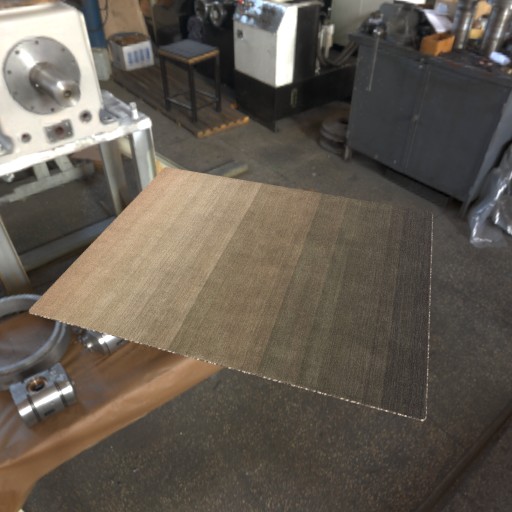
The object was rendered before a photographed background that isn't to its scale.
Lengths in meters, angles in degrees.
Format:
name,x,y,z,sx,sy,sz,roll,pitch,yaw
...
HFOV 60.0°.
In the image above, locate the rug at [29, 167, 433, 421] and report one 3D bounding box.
name,x,y,z,sx,sy,sz,roll,pitch,yaw
rug,0.000,0.000,3.845,2.902,0.017,2.306,12,42,13
